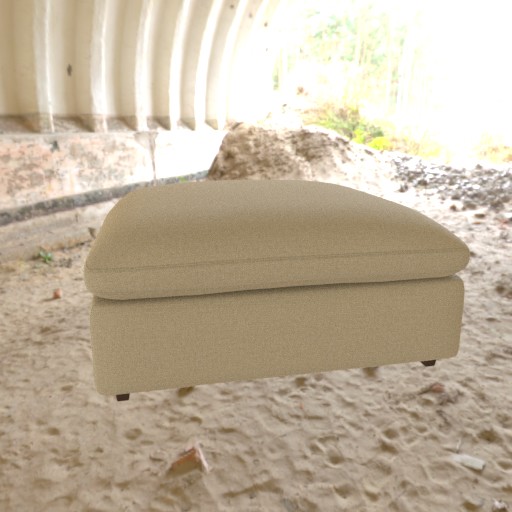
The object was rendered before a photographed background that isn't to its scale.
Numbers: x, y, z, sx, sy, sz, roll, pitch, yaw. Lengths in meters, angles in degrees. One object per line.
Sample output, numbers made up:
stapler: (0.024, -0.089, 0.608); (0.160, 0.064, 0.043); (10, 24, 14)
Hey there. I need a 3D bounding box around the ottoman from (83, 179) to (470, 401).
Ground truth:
ottoman: (0.000, 0.000, 1.513); (0.977, 0.467, 0.996); (-3, 17, -11)
